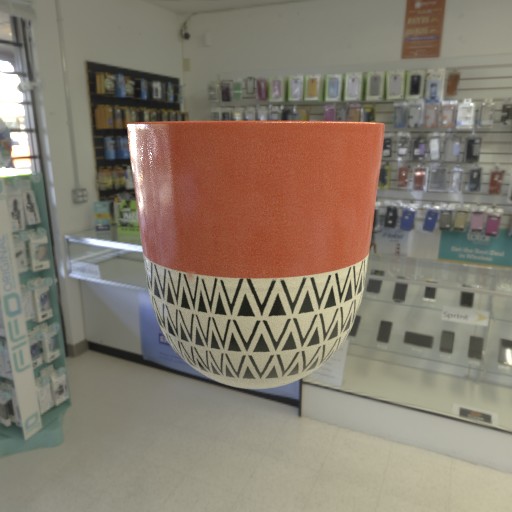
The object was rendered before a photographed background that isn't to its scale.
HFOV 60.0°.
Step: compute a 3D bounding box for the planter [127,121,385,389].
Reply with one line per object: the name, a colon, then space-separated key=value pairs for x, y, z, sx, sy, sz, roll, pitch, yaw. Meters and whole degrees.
planter: x=0.000 y=0.000 z=0.376 sx=0.195 sy=0.214 sz=0.195 roll=0 pitch=15 yaw=0
